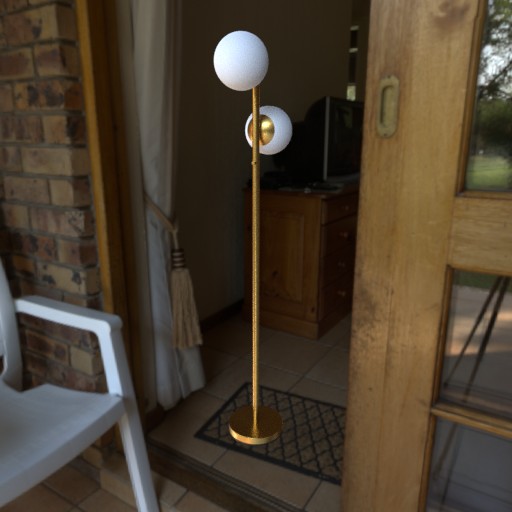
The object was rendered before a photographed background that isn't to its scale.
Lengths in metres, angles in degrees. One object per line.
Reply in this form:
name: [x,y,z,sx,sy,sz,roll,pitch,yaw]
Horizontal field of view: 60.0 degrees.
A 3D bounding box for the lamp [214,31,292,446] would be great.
lamp: [0.000,0.000,1.825,0.249,1.641,0.419,7,17,26]
